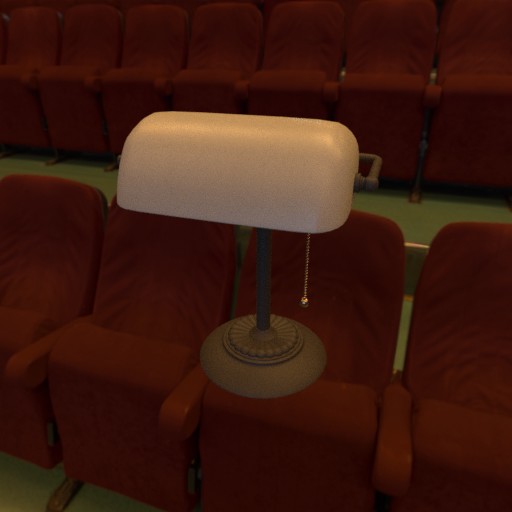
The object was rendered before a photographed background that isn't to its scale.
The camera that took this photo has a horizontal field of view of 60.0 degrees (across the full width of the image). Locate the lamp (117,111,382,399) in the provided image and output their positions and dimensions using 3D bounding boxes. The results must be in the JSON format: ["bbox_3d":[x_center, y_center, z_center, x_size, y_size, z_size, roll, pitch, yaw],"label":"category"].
[{"bbox_3d":[0.000,0.000,0.528,0.264,0.339,0.243,9,28,16],"label":"lamp"}]
